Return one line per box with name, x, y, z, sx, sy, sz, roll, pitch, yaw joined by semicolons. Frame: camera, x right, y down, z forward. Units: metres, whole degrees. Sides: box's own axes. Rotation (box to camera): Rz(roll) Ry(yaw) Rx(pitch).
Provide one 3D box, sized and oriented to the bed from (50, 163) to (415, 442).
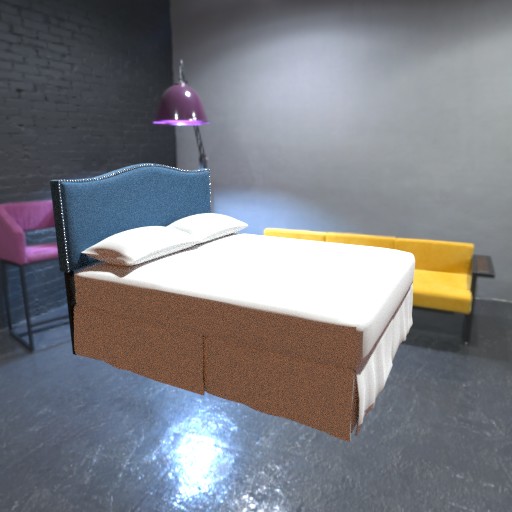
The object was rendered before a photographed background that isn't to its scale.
bed;0.000;0.000;2.935;1.872;1.169;1.610;7;16;27
